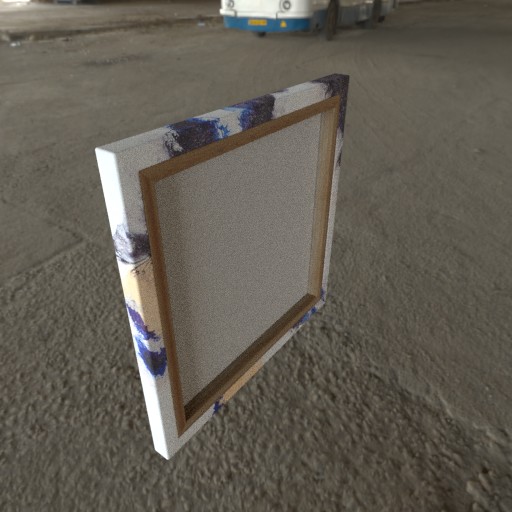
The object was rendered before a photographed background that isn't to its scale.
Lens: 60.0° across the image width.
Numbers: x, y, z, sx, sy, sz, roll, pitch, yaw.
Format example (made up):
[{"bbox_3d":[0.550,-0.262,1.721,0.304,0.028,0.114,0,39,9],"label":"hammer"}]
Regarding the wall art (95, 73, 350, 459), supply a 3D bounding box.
[{"bbox_3d":[0.000,0.000,0.901,0.039,0.609,0.609,22,39,31],"label":"wall art"}]
